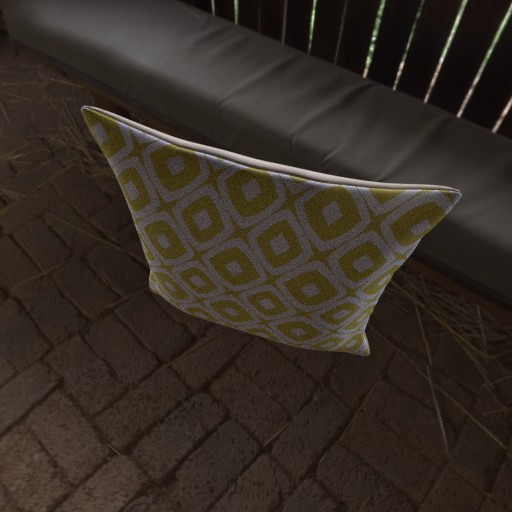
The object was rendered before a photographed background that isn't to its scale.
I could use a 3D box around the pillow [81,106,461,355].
[{"bbox_3d":[0.000,0.000,0.762,0.504,0.494,0.188,15,57,10],"label":"pillow"}]
